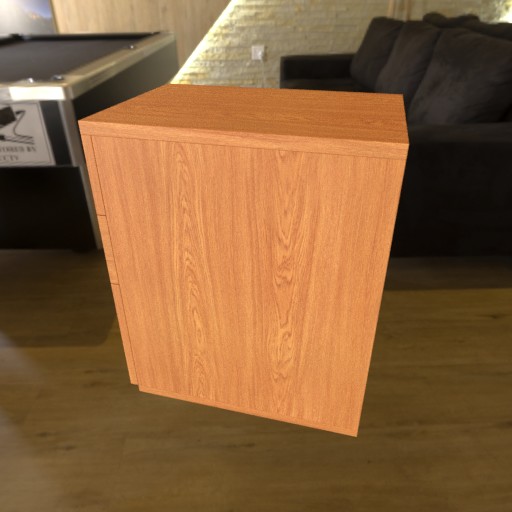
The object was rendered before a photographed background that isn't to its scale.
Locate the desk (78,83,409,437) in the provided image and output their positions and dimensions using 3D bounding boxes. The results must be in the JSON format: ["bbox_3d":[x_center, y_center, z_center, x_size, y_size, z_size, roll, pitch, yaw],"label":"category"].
[{"bbox_3d":[0.000,0.000,1.113,0.600,0.730,0.404,8,32,12],"label":"desk"}]
